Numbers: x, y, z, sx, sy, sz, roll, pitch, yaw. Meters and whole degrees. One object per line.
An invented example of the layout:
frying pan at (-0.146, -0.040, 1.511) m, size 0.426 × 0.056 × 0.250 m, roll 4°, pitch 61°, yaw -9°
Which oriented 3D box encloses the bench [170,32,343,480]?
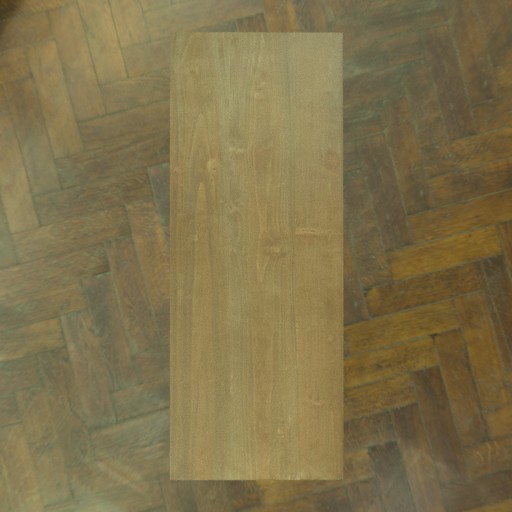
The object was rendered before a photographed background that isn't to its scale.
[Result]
bench at (0.000, 0.000, 1.399) m, size 0.458 × 0.458 × 1.183 m, roll 0°, pitch 90°, yaw 0°
